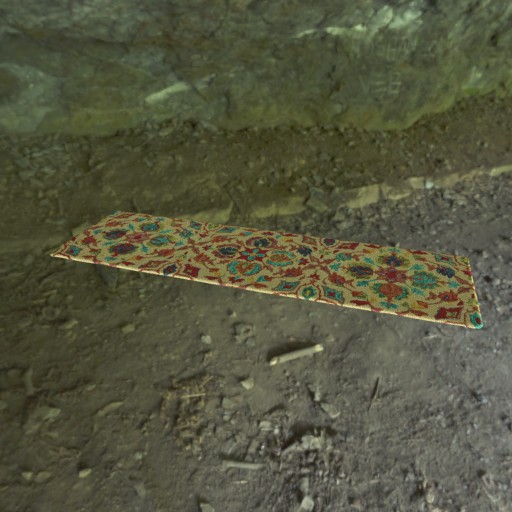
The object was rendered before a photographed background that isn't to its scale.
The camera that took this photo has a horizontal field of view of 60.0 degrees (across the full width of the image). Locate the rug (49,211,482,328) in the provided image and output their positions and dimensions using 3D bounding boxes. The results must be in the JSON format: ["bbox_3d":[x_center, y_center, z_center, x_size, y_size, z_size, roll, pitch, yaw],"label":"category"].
[{"bbox_3d":[0.000,0.000,2.501,2.273,0.016,0.693,8,29,16],"label":"rug"}]
